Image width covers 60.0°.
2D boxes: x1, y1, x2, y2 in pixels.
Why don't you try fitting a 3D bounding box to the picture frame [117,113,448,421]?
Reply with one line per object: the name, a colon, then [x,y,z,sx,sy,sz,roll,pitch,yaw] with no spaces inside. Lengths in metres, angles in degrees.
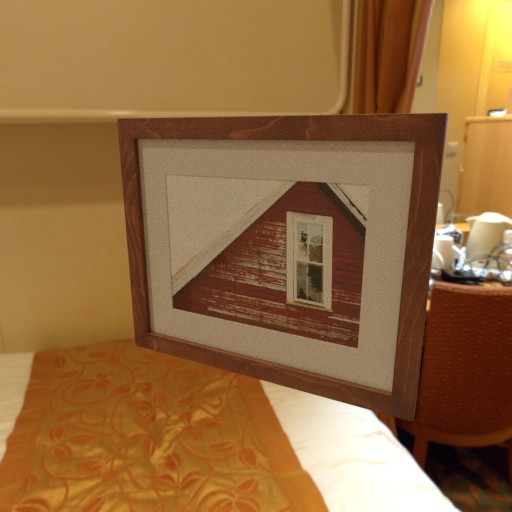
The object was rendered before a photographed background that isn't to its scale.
picture frame: [0.000,0.000,0.760,0.559,0.457,0.025,8,18,26]
